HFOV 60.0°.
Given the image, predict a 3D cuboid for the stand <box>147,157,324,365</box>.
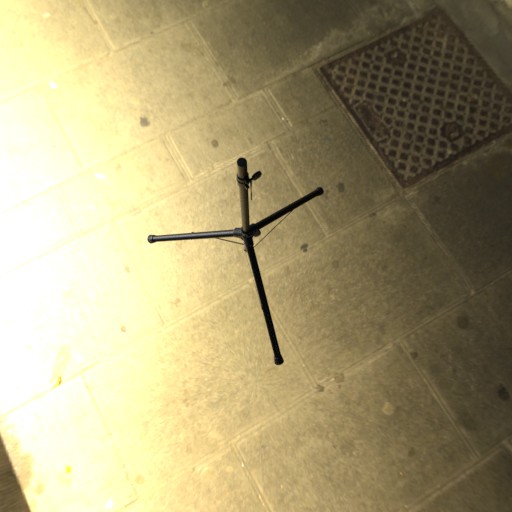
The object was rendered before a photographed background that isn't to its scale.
[{"bbox_3d":[0.000,0.000,1.905,1.045,1.136,0.907,-15,75,-4],"label":"stand"}]
